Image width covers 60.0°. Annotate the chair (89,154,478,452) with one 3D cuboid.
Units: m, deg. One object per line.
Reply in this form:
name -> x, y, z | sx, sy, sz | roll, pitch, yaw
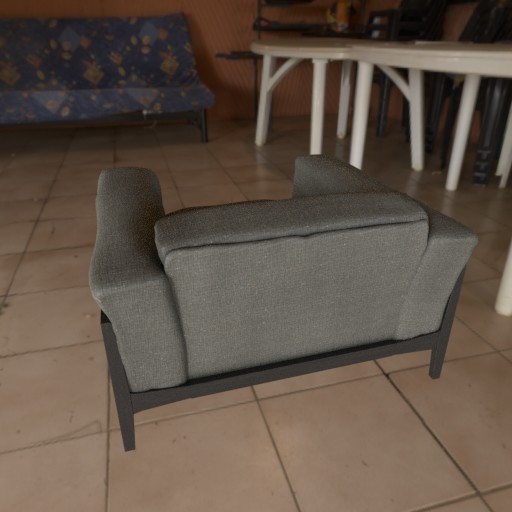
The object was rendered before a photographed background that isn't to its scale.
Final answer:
chair -> 0.000, 0.000, 1.605 | 1.056, 0.646, 0.969 | -8, 28, -15
